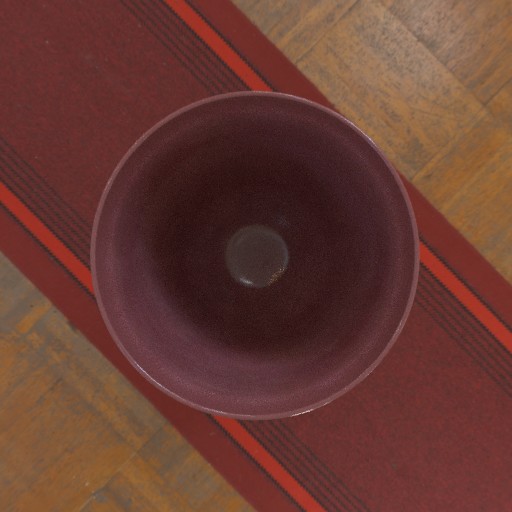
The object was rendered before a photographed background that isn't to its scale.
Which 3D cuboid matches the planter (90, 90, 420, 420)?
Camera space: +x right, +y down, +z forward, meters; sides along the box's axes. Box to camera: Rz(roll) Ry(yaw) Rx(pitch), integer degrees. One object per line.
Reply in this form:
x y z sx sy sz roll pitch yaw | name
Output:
0.000 0.000 0.368 0.195 0.214 0.195 0 90 1 | planter
